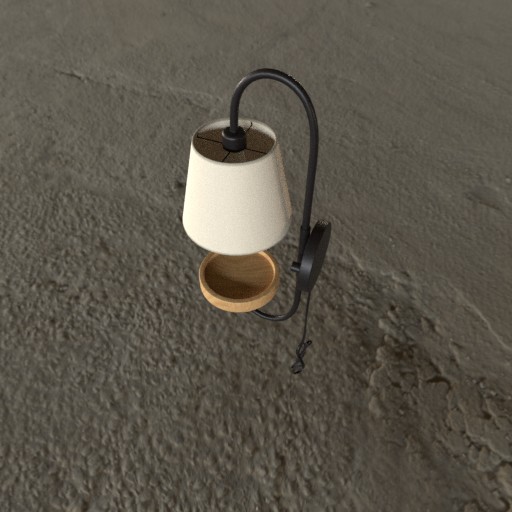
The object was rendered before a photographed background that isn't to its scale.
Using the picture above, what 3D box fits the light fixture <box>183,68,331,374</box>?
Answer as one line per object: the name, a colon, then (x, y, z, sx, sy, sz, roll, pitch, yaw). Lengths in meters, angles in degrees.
light fixture: (0.000, 0.000, 0.953, 0.299, 0.821, 0.220, 17, 49, 15)
